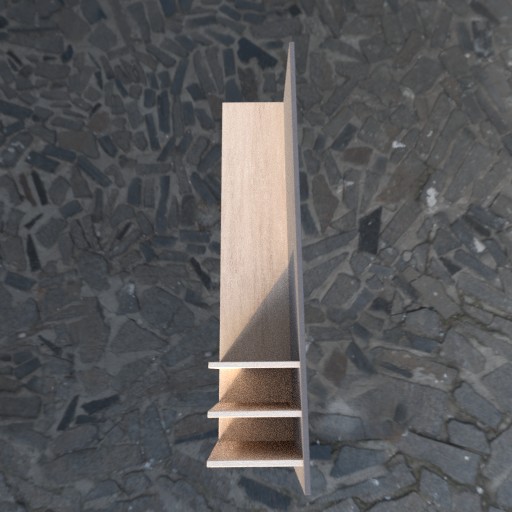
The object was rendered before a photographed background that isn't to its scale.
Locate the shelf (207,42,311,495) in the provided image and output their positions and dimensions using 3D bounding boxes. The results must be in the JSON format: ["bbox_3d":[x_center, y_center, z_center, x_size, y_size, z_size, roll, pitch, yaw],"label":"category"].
[{"bbox_3d":[0.000,0.000,1.117,0.200,0.300,1.020,-1,75,0],"label":"shelf"}]
